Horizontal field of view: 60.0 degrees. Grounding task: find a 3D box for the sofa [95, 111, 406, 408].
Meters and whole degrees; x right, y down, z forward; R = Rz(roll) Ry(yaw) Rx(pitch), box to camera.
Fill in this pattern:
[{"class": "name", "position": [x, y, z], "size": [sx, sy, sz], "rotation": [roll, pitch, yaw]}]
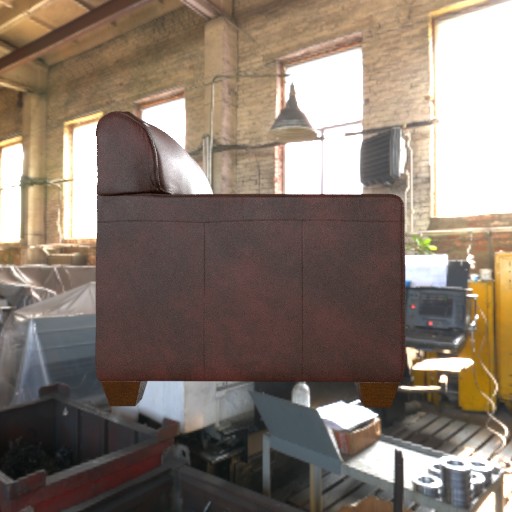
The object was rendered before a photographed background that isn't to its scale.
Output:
[{"class": "sofa", "position": [0.000, 0.000, 2.031], "size": [1.000, 0.956, 1.413], "rotation": [0, -1, 1]}]
